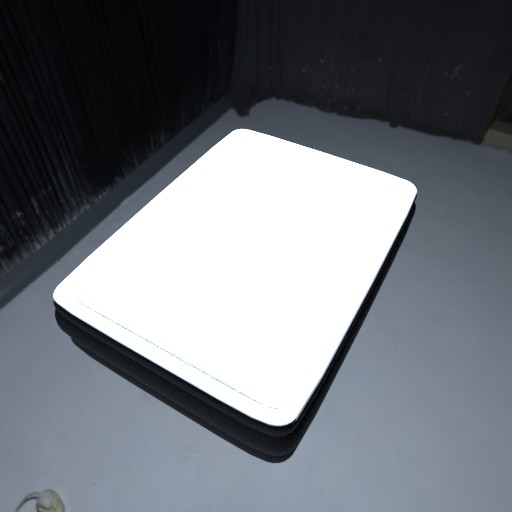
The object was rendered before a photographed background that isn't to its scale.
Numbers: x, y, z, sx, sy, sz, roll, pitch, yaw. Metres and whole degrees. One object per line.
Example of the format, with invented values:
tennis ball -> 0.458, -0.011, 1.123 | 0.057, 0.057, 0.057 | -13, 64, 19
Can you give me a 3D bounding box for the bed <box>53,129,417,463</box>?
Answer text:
bed -> 0.000, 0.000, 2.778 | 1.520, 0.460, 2.036 | 23, 52, 20
